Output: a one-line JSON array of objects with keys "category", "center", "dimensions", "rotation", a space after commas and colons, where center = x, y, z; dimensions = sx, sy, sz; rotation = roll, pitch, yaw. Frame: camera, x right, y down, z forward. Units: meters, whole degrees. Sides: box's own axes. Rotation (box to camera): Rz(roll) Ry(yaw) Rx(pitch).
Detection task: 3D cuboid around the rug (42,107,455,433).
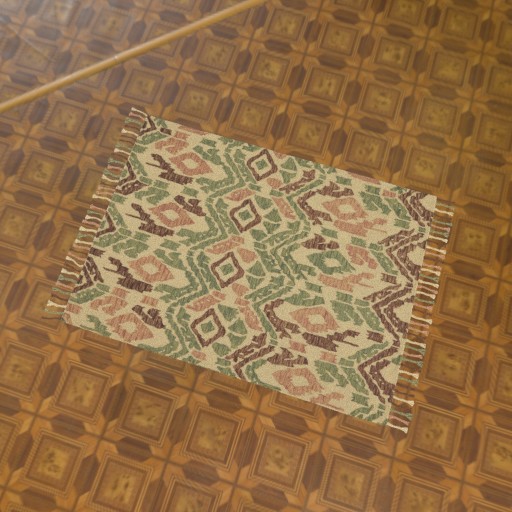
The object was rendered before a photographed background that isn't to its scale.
[{"category": "rug", "center": [0.000, 0.000, 2.236], "dimensions": [1.829, 0.010, 1.219], "rotation": [17, 76, 4]}]
